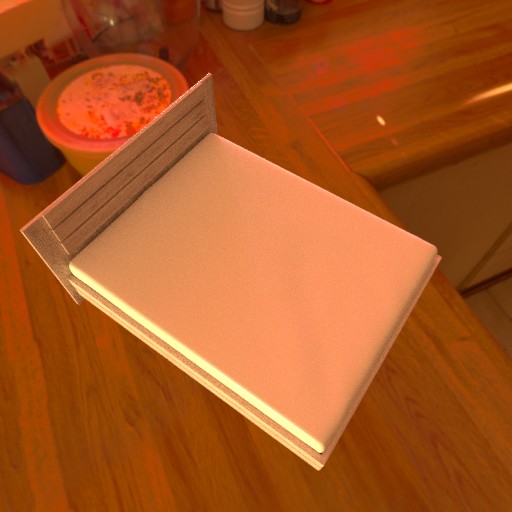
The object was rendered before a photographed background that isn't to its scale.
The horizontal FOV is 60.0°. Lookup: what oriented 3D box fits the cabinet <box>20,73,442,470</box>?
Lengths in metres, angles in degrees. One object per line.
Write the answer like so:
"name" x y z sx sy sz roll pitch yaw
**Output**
"cabinet" 0.000 0.000 2.999 2.080 0.970 1.750 31 63 18
